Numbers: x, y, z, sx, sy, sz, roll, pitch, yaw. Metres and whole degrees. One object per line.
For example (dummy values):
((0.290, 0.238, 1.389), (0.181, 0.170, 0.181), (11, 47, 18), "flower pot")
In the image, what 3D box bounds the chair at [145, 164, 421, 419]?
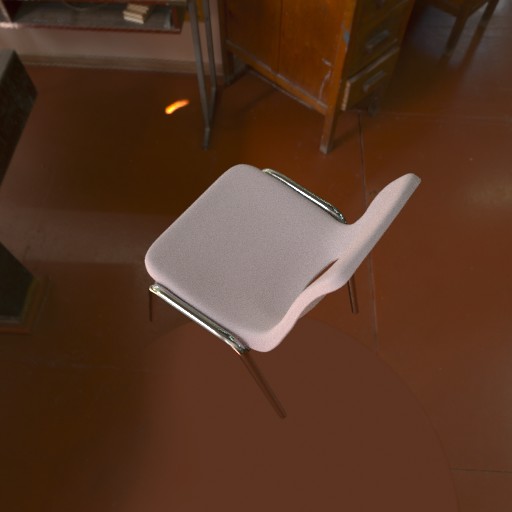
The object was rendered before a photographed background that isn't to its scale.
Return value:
((0.000, 0.000, 0.908), (0.436, 0.653, 0.381), (34, 67, 17), "chair")
